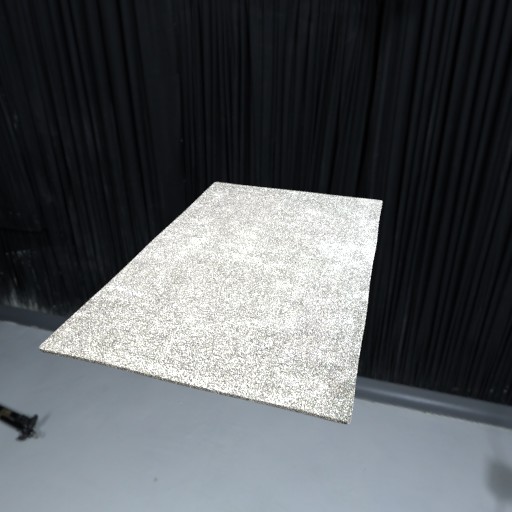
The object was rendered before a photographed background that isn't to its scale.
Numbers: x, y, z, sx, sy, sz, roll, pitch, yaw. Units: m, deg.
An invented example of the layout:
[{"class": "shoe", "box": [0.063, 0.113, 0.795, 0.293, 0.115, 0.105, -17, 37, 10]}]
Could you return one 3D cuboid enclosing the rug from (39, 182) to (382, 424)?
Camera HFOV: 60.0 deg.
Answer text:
[{"class": "rug", "box": [0.000, 0.000, 2.932, 1.502, 0.025, 2.350, 9, 31, 15]}]
